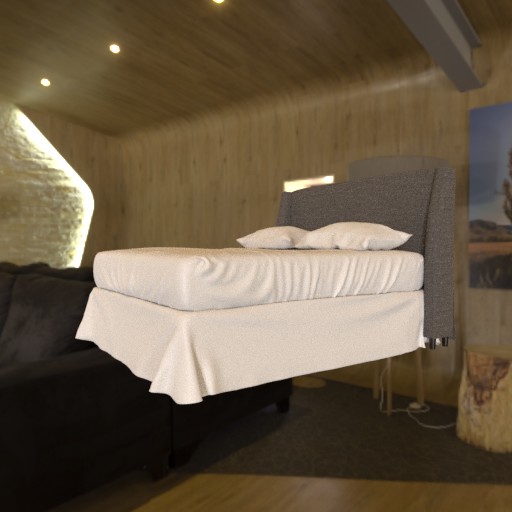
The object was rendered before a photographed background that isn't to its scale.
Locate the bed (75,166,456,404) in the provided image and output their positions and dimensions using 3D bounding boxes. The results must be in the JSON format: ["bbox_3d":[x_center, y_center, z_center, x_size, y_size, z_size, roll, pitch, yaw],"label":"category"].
[{"bbox_3d":[0.000,0.000,3.389,2.276,1.332,1.925,-1,2,-34],"label":"bed"}]
